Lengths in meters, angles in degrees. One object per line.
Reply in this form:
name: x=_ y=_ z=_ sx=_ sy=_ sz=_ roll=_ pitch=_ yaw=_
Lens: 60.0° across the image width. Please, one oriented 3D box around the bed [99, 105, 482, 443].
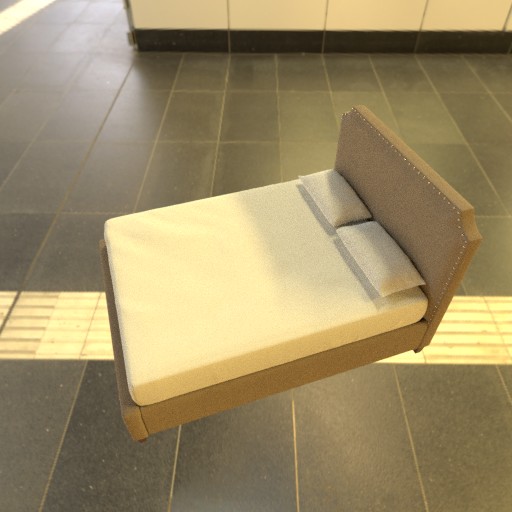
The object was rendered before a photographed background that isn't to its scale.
bed: x=0.000 y=0.000 z=3.387 sx=2.329 sy=1.415 sz=1.703 roll=-14 pitch=47 yaw=-13
